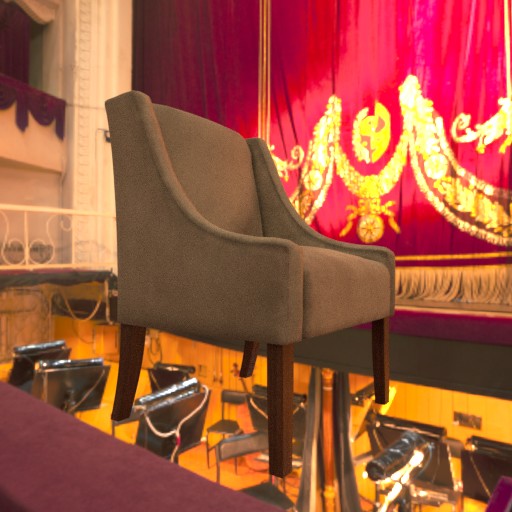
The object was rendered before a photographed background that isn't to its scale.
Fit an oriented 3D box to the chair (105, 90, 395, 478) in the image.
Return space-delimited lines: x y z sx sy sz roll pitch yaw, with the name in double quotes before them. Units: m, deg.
"chair" 0.000 0.000 1.294 0.629 0.895 0.629 -1 -1 37
